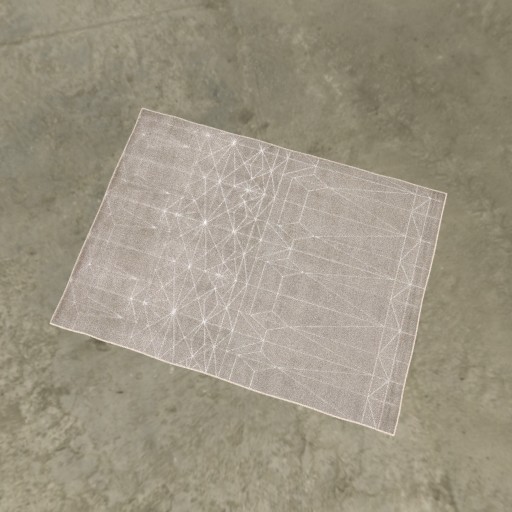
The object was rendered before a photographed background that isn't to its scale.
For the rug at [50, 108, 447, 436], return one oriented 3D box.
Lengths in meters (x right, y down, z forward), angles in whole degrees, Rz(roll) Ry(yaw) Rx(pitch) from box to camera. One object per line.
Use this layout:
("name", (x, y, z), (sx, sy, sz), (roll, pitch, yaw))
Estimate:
("rug", (0.000, 0.000, 4.378), (3.357, 0.019, 2.449), (17, 76, 4))
